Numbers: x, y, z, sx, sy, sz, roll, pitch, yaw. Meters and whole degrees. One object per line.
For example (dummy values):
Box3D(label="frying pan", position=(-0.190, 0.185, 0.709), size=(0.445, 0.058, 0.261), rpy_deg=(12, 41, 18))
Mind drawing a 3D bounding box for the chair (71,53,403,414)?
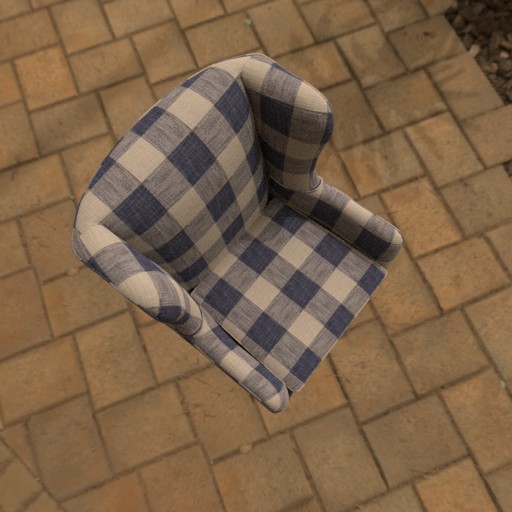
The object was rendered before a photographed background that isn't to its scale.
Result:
Box3D(label="chair", position=(0.000, 0.000, 1.704), size=(0.889, 1.041, 0.830), rpy_deg=(38, 78, 10))
